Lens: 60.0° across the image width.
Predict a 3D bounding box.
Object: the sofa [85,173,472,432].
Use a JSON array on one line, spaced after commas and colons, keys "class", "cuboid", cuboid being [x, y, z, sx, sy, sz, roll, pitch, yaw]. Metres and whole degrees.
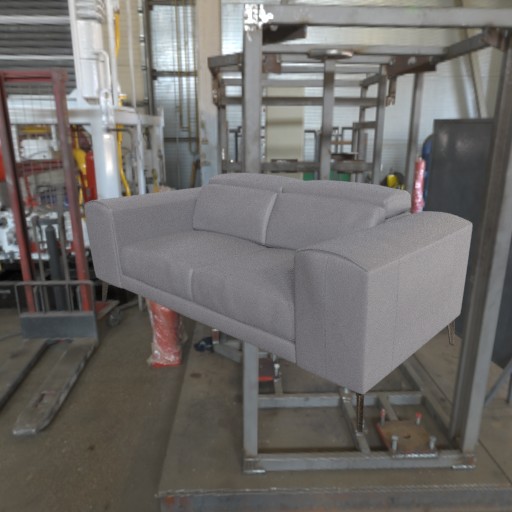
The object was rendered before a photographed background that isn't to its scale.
[{"class": "sofa", "cuboid": [0.000, 0.000, 2.400, 1.895, 0.779, 1.003, 14, 21, 41]}]
